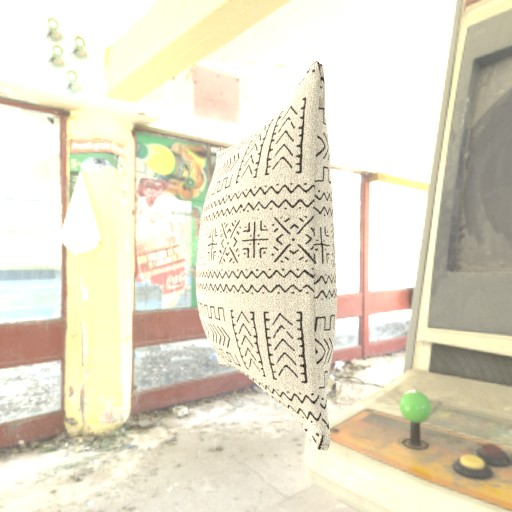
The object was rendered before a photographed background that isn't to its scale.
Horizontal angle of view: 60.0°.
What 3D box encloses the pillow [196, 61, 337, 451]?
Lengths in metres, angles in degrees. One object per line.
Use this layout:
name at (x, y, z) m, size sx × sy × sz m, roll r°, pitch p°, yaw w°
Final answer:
pillow at (0.000, 0.000, 0.676) m, size 0.164 × 0.430 × 0.438 m, roll 0°, pitch 0°, yaw -19°
